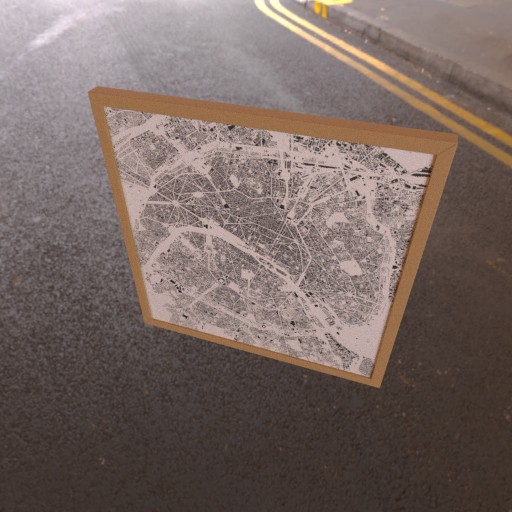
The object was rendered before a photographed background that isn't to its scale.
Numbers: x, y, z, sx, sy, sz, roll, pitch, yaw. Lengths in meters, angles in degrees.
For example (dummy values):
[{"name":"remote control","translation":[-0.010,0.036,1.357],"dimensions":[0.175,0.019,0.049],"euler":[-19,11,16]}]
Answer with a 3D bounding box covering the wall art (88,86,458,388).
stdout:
[{"name":"wall art","translation":[0.000,0.000,1.131],"dimensions":[0.761,0.761,0.037],"euler":[12,42,14]}]
